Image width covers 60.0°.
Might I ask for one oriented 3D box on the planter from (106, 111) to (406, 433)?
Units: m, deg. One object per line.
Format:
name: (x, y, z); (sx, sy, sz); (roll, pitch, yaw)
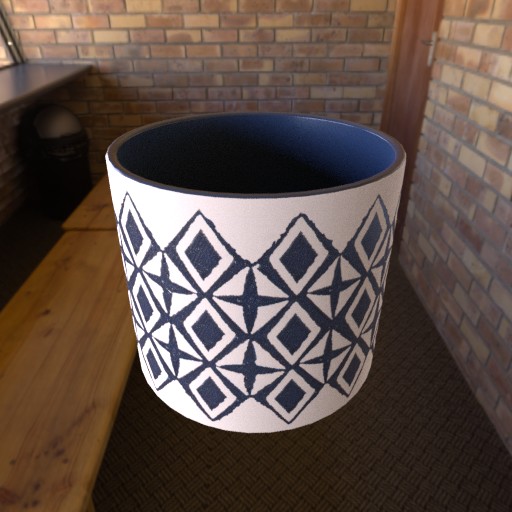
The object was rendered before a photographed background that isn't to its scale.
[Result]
planter: (0.000, 0.000, 0.318); (0.182, 0.165, 0.182); (0, 30, 0)
